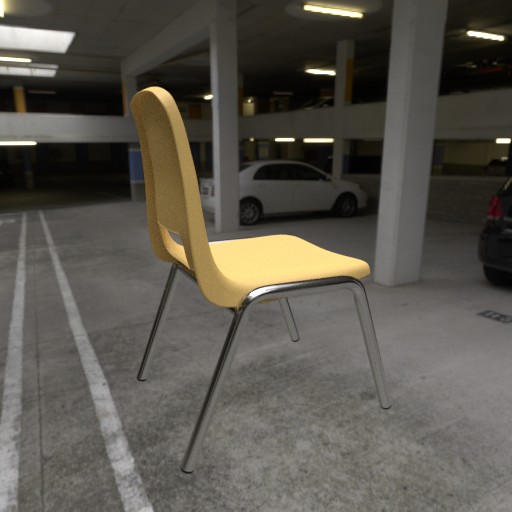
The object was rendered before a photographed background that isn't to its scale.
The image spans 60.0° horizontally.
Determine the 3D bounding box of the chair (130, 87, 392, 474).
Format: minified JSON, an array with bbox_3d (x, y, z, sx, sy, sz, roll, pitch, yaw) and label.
[{"bbox_3d":[0.000,0.000,0.848,0.423,0.586,0.354,-8,17,-26],"label":"chair"}]
